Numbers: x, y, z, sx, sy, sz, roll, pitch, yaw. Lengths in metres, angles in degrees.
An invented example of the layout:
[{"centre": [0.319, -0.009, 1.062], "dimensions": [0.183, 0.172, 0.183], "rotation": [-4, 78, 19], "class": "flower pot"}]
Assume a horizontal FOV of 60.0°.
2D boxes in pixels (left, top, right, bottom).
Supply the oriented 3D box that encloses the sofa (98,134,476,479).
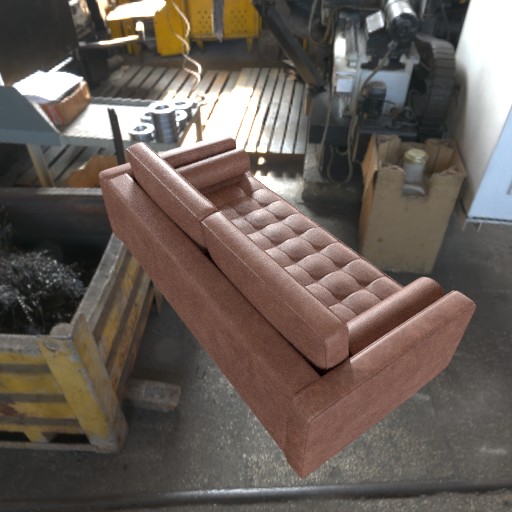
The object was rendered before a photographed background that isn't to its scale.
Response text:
[{"centre": [0.000, 0.000, 2.260], "dimensions": [0.910, 0.760, 1.870], "rotation": [-25, 47, -26], "class": "sofa"}]
